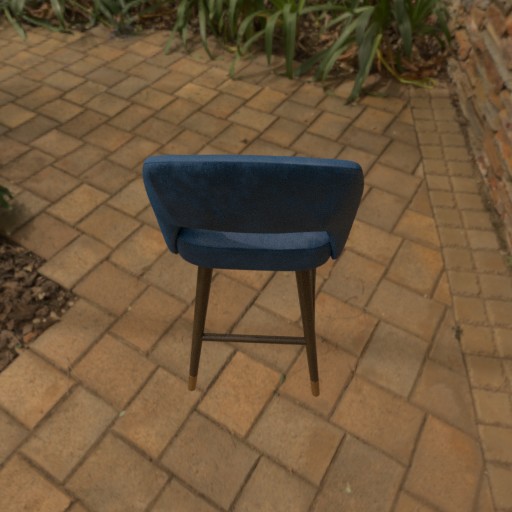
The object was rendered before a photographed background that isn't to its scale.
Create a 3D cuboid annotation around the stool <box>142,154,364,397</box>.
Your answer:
[{"bbox_3d":[0.000,0.000,1.333,0.514,1.016,0.515,2,47,2],"label":"stool"}]
